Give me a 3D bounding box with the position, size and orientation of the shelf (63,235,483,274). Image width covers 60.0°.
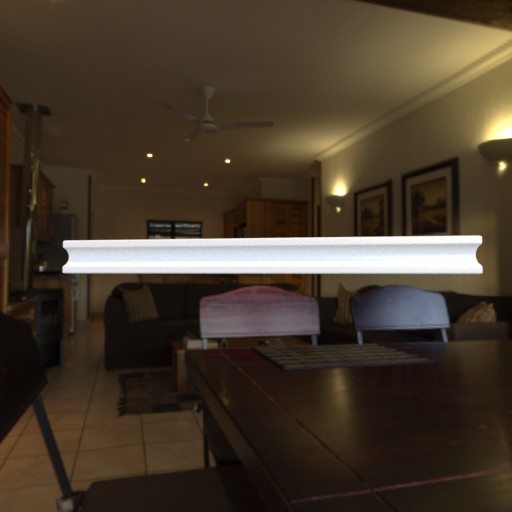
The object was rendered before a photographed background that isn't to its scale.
[{"bbox_3d":[0.000,0.000,0.437,0.296,0.035,0.296,1,-2,-35],"label":"shelf"}]
